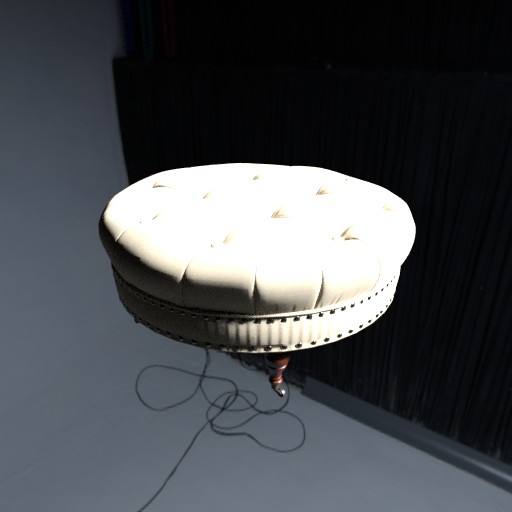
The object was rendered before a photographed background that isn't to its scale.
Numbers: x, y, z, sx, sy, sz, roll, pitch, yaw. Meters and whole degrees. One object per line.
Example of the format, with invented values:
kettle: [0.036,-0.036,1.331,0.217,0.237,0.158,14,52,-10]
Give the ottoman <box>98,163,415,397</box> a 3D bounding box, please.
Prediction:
ottoman: [0.000,0.000,1.378,0.901,0.439,0.901,0,26,0]
